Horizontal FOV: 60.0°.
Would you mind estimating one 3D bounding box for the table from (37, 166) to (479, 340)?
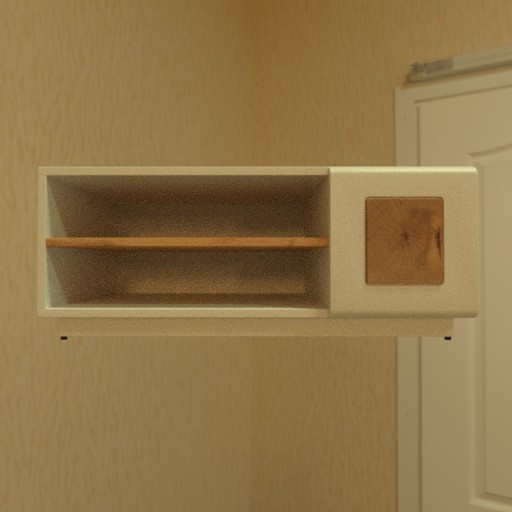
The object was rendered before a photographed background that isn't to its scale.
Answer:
[{"bbox_3d":[0.000,0.000,1.406,1.097,0.442,0.639,0,-1,0],"label":"table"}]
